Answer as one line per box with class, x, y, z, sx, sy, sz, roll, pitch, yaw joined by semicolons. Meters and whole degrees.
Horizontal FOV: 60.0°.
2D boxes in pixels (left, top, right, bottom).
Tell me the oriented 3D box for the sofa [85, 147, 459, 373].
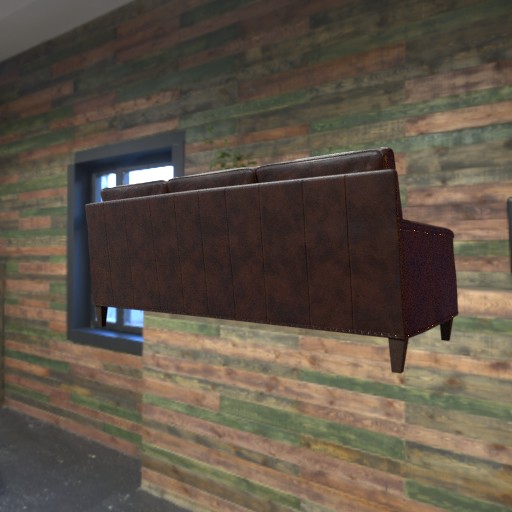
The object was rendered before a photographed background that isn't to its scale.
sofa;0.000;0.000;2.865;2.240;1.003;1.084;0;0;36
